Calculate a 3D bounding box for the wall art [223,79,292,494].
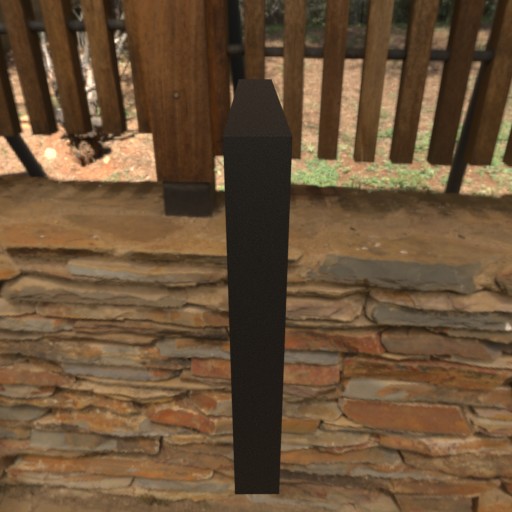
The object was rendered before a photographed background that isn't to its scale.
[{"bbox_3d":[0.000,0.000,0.447,0.038,0.304,0.305,0,27,0],"label":"wall art"}]
